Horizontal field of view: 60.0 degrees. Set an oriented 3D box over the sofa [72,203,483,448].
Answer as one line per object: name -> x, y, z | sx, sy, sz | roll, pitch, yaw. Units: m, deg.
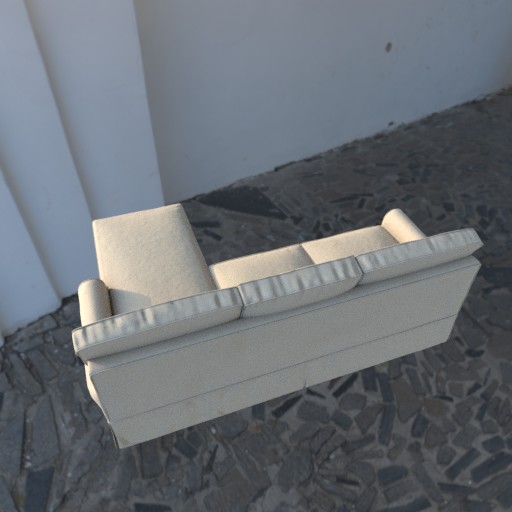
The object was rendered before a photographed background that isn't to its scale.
sofa -> 0.000, 0.000, 3.250 | 2.475, 0.978, 1.733 | -13, 43, -15
